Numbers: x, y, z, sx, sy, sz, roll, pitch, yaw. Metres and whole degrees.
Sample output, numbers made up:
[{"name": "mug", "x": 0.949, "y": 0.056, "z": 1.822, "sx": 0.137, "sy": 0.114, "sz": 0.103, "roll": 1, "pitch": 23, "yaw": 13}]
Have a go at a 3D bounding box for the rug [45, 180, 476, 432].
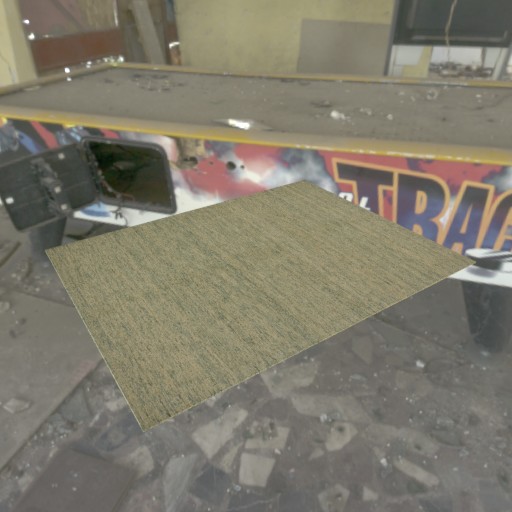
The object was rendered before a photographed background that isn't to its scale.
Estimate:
[{"name": "rug", "x": 0.000, "y": 0.000, "z": 4.130, "sx": 3.201, "sy": 0.014, "sz": 2.437, "roll": -19, "pitch": 36, "yaw": -29}]
